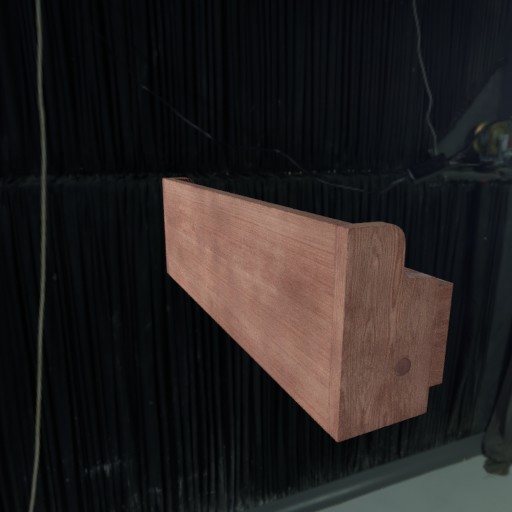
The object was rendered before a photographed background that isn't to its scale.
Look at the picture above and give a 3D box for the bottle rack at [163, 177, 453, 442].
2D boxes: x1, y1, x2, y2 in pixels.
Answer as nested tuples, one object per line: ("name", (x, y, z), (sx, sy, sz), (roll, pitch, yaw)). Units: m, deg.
("bottle rack", (0.000, 0.000, 0.669), (0.126, 0.196, 0.608), (-7, 15, -25))
